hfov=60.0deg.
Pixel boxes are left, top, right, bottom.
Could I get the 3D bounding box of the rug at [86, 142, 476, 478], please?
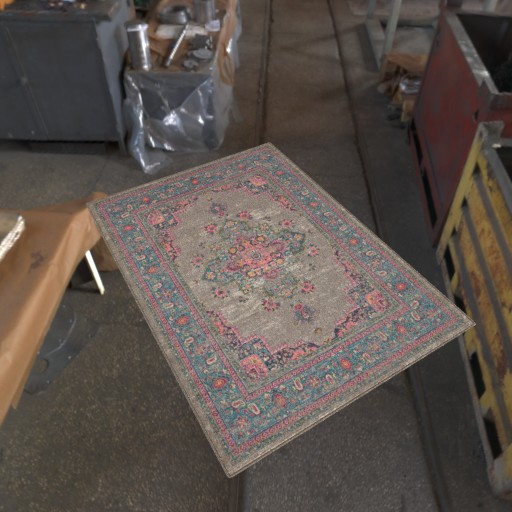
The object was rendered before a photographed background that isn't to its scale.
[{"bbox_3d":[0.000,0.000,2.899,1.609,0.013,2.214,-23,51,-21],"label":"rug"}]
